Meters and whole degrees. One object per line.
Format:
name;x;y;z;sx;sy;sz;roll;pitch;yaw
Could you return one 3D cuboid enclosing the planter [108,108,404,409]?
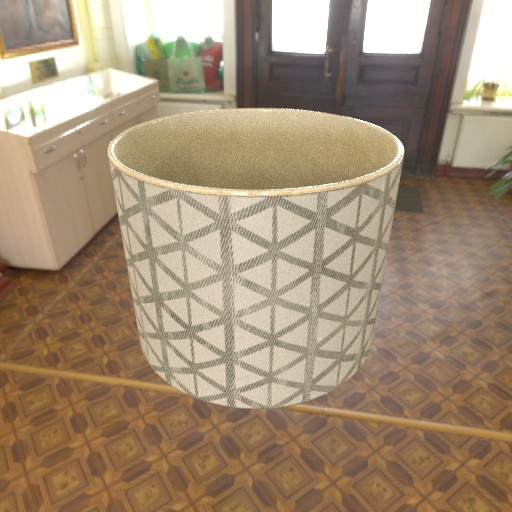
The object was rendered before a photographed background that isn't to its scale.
planter;0.000;0.000;0.448;0.250;0.239;0.250;0;30;0
